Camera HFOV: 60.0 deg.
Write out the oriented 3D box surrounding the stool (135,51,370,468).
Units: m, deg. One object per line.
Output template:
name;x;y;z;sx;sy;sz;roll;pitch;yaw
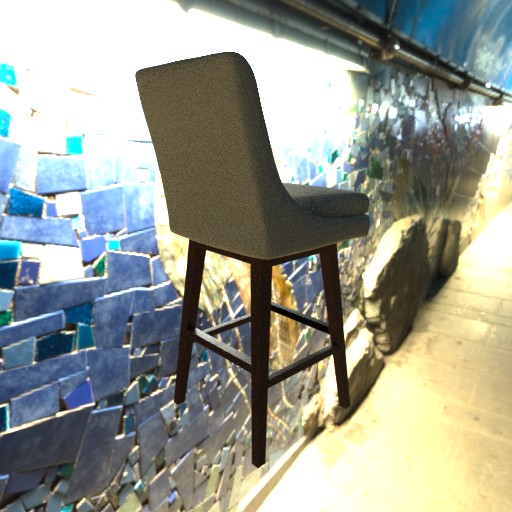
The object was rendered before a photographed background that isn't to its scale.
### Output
stool;0.000;0.000;1.395;0.559;1.093;0.483;-14;21;-41
